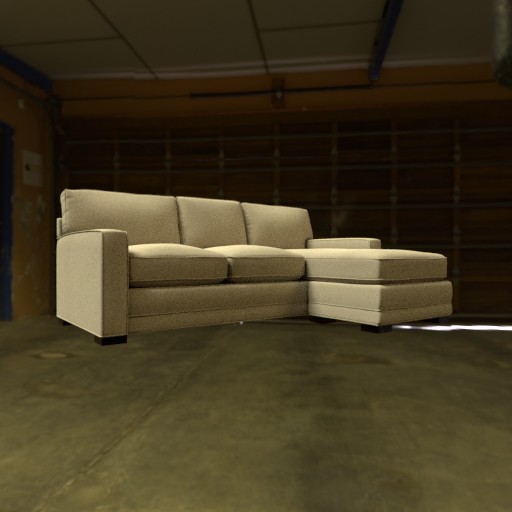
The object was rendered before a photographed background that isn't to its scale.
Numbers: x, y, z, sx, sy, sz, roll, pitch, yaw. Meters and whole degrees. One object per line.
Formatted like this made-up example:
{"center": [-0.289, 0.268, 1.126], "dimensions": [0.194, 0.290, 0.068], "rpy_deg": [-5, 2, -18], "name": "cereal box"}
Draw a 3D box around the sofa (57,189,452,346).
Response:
{"center": [0.000, 0.000, 2.855], "dimensions": [2.087, 0.861, 1.496], "rpy_deg": [0, 0, -36], "name": "sofa"}
